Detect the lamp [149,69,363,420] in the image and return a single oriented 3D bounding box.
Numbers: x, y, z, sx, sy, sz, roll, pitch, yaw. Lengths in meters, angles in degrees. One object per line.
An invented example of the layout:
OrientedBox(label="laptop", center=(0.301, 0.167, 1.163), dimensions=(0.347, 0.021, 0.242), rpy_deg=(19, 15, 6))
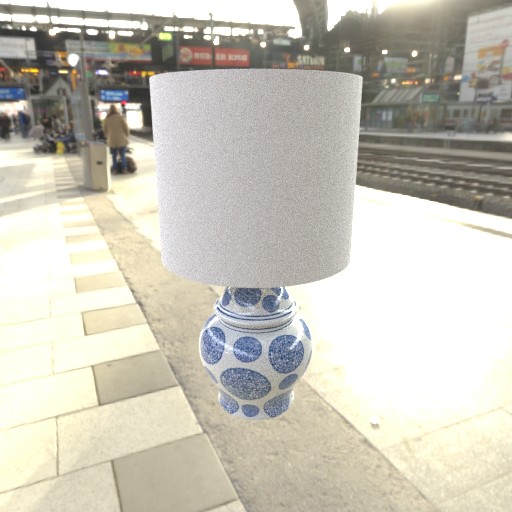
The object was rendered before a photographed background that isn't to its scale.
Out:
OrientedBox(label="lamp", center=(0.000, 0.000, 0.514), dimensions=(0.215, 0.381, 0.215), rpy_deg=(-8, 19, -25))
